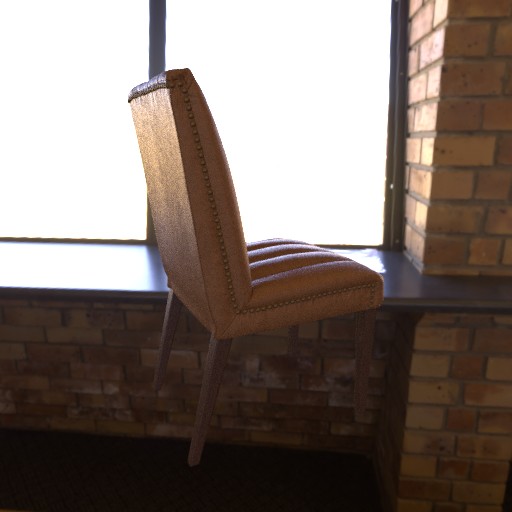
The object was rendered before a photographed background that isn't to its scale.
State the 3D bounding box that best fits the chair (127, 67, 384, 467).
[{"bbox_3d":[0.000,0.000,1.393,0.647,1.016,0.511,-7,16,-25],"label":"chair"}]
